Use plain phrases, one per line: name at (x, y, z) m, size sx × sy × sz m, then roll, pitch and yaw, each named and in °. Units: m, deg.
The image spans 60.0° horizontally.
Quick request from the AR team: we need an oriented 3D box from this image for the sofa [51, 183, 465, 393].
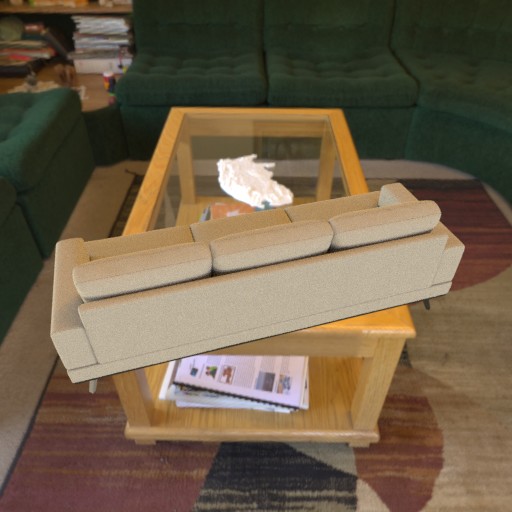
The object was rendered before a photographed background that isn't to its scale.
sofa at (0.000, 0.000, 2.770) m, size 2.310 × 0.810 × 0.920 m, roll -11°, pitch 42°, yaw -13°
